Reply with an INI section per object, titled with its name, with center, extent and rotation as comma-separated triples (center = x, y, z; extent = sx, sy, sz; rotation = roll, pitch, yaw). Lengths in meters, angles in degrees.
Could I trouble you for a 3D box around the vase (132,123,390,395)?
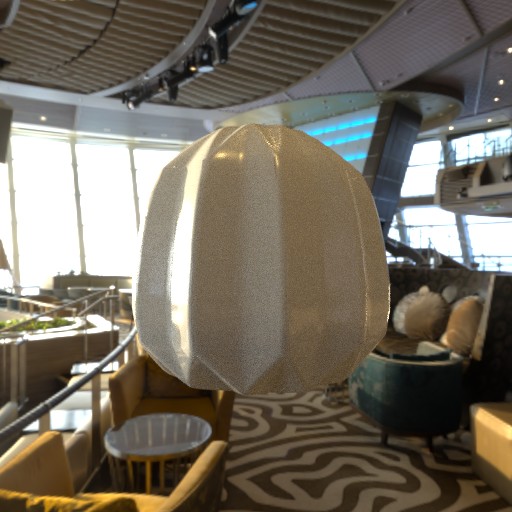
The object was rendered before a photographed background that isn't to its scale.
[vase]
center = 0.000, 0.000, 0.247
extent = 0.139, 0.134, 0.139
rotation = 0, 0, 0
